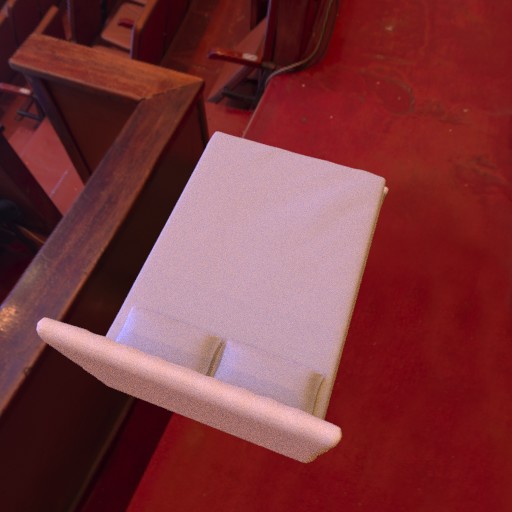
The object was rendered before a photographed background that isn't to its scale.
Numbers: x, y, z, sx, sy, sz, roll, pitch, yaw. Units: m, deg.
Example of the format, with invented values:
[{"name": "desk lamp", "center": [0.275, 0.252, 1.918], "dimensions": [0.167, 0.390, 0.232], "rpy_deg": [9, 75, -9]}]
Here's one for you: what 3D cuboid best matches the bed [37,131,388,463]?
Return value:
[{"name": "bed", "center": [0.000, 0.000, 3.360], "dimensions": [1.698, 1.427, 2.387], "rpy_deg": [18, 64, 9]}]
